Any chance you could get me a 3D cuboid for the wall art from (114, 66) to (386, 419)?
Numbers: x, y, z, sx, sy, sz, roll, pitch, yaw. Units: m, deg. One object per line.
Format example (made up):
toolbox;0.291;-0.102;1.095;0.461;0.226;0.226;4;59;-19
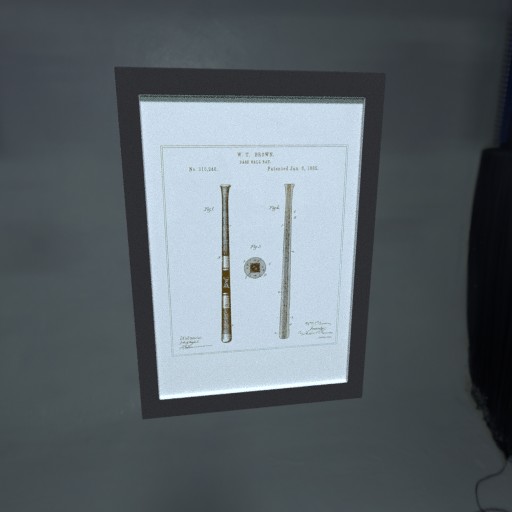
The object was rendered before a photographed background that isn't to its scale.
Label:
wall art;0.000;0.000;0.678;0.374;0.529;0.012;-3;16;-9
